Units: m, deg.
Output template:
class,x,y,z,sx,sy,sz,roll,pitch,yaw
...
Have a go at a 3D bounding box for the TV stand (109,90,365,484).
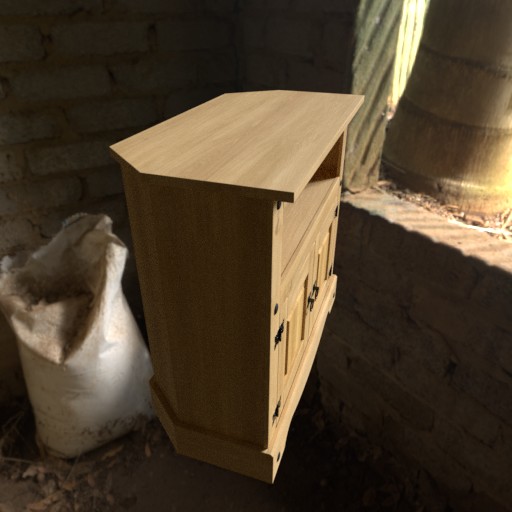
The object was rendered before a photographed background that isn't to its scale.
class,x,y,z,sx,sy,sz,roll,pitch,yaw
TV stand,0.000,0.000,1.302,0.425,0.781,0.851,10,32,17
